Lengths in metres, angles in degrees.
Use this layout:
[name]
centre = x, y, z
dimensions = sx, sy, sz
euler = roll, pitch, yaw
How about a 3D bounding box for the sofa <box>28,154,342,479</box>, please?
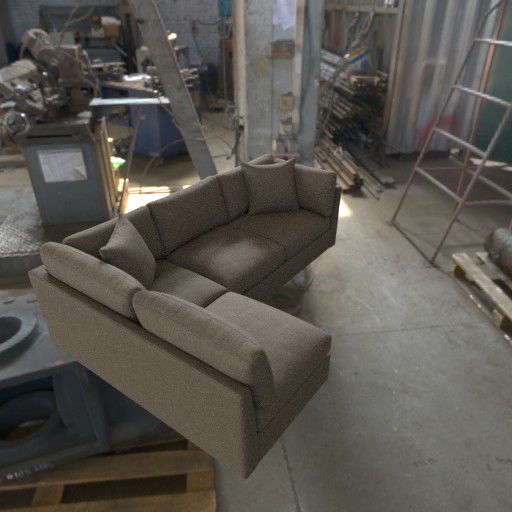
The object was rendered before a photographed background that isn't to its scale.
[sofa]
centre = 0.000, 0.000, 3.794
dimensions = 1.994, 0.978, 2.896
euler = 20, 36, 31
